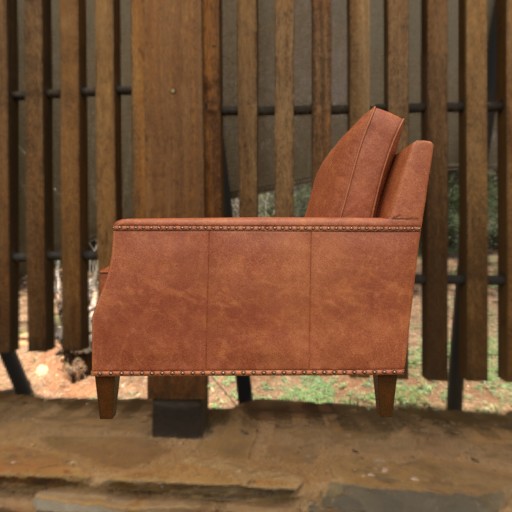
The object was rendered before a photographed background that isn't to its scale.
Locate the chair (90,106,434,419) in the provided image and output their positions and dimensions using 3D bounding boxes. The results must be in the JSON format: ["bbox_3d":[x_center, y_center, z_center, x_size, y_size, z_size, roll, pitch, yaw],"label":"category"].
[{"bbox_3d":[0.000,0.000,1.685,1.014,0.943,0.853,0,0,-1],"label":"chair"}]
